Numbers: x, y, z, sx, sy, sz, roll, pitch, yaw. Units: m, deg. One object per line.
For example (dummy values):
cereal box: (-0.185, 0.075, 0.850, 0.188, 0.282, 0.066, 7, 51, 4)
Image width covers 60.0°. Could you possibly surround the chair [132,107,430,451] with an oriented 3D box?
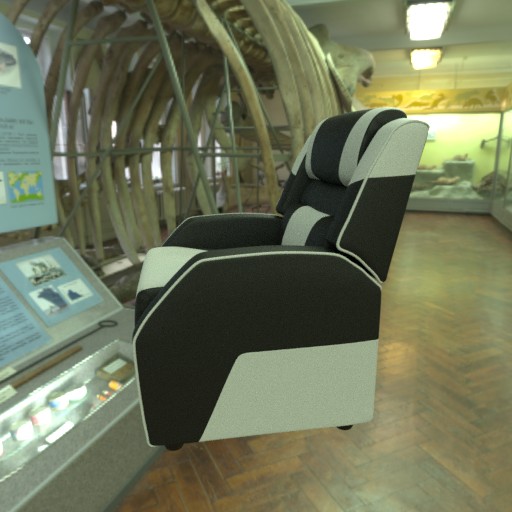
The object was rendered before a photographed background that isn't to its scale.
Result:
chair: (0.000, 0.000, 1.281, 0.672, 0.805, 0.620, -3, 14, -10)
